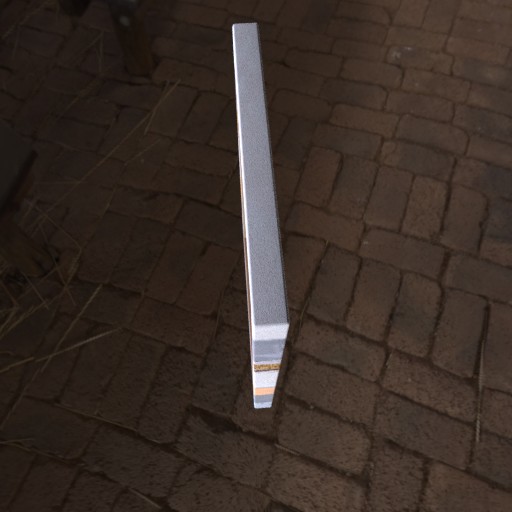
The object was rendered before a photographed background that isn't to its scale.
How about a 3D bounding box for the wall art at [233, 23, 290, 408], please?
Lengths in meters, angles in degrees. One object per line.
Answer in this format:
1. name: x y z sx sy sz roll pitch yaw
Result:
1. wall art: 0.000 0.000 0.816 0.038 0.609 0.456 -4 64 -2
